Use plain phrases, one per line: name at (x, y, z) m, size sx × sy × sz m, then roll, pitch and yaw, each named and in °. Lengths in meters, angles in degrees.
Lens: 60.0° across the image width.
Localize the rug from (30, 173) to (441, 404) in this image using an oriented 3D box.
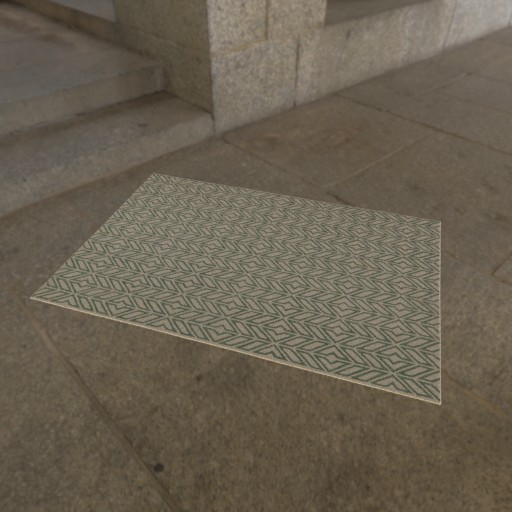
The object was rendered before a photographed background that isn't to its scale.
rug at (0.000, 0.000, 2.302) m, size 1.828 × 0.007 × 1.220 m, roll 12°, pitch 41°, yaw 13°
